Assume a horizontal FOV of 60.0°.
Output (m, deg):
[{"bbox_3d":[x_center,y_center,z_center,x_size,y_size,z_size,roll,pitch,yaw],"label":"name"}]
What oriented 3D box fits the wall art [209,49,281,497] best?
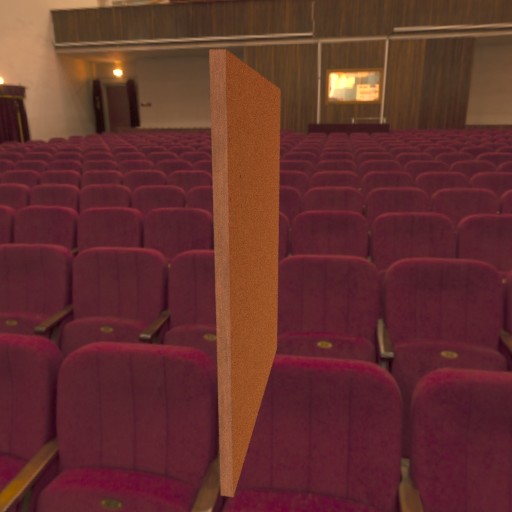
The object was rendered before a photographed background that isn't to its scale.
[{"bbox_3d":[0.000,0.000,0.807,0.020,0.613,0.481,3,16,10],"label":"wall art"}]
